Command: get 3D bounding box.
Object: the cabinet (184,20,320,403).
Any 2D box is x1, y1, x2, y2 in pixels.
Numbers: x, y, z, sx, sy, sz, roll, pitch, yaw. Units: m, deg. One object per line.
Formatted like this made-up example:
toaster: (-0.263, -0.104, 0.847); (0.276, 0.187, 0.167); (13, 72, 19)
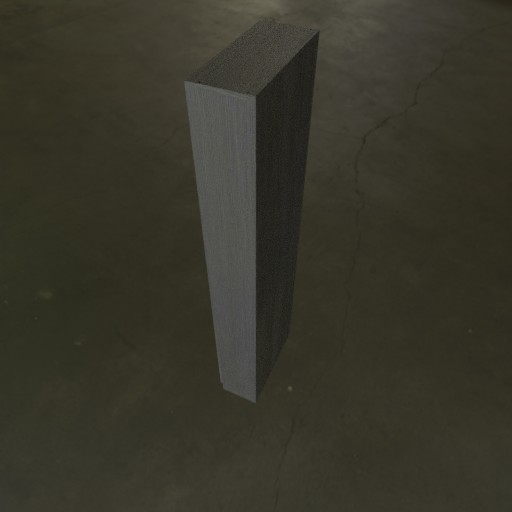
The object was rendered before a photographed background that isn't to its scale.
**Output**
cabinet: (0.000, 0.000, 1.986); (0.230, 1.790, 0.500); (19, 50, 17)
